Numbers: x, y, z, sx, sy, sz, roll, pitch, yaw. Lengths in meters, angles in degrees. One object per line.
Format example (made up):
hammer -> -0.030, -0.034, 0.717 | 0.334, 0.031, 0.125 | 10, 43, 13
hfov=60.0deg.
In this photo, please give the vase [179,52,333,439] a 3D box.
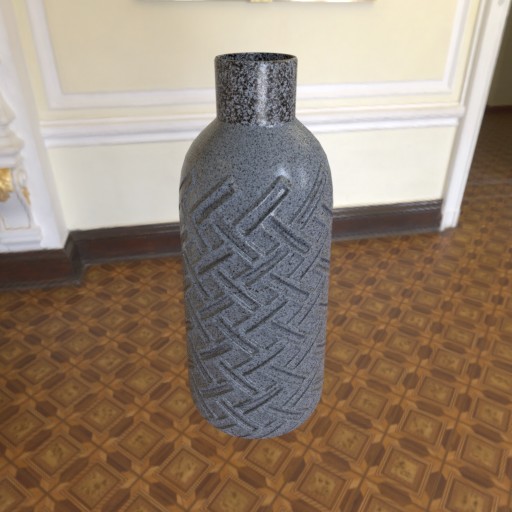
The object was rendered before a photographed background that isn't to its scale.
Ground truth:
vase -> 0.000, 0.000, 0.342 | 0.122, 0.282, 0.122 | 0, 30, 0
